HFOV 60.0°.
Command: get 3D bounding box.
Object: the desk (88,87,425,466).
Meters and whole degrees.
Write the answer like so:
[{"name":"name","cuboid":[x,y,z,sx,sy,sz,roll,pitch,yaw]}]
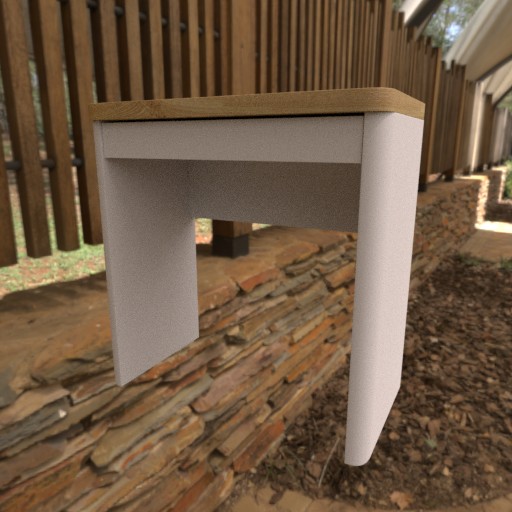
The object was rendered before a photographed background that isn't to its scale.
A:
[{"name":"desk","cuboid":[0.000,0.000,1.218,0.760,0.790,0.440,8,16,27]}]
